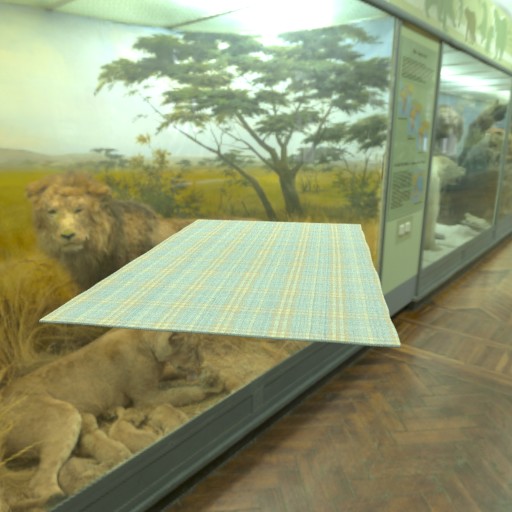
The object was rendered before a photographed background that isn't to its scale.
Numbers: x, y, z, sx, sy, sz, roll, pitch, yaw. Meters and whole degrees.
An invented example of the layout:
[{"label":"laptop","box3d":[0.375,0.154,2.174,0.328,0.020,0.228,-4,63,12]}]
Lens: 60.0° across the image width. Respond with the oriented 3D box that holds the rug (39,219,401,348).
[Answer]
[{"label":"rug","box3d":[0.000,0.000,2.996,1.545,0.016,2.460,2,15,9]}]
